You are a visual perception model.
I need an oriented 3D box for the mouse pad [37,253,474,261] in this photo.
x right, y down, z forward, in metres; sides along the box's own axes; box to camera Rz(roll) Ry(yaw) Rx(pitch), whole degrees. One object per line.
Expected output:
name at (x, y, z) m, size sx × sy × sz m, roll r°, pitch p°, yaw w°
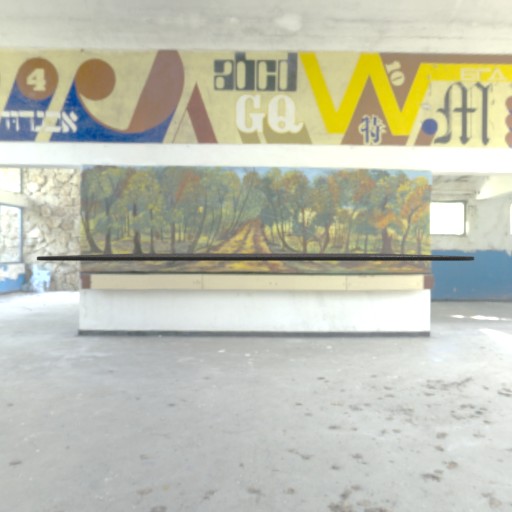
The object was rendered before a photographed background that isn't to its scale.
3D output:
mouse pad at (0.000, 0.000, 0.343) m, size 0.249 × 0.002 × 0.211 m, roll 0°, pitch 1°, yaw 0°
